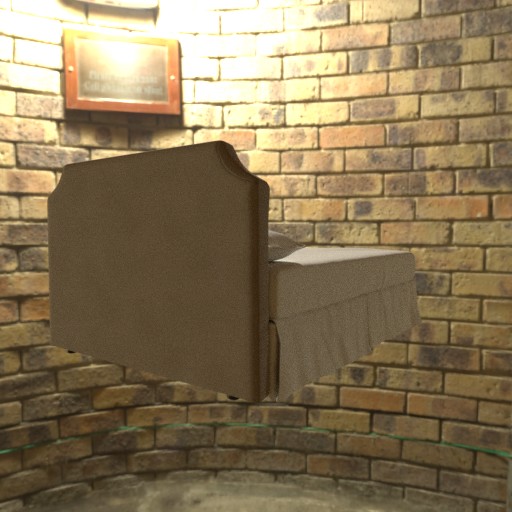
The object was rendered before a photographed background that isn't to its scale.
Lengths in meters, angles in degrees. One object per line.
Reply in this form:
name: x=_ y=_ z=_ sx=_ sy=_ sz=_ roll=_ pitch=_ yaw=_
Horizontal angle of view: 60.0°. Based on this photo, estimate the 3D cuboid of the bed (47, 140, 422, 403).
bed: x=0.000 y=0.000 z=3.575 sx=1.977 sy=1.293 sz=2.498 roll=2 pitch=4 yaw=36
